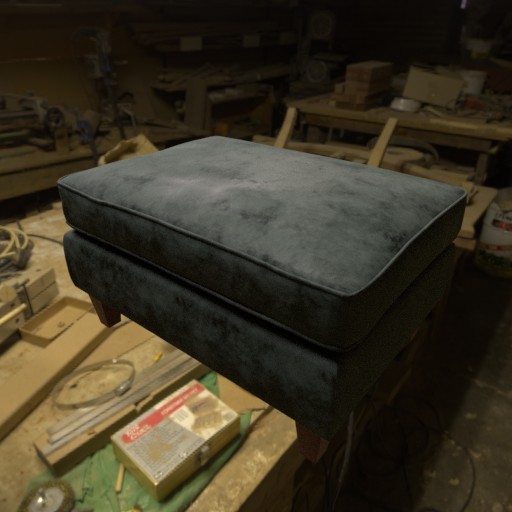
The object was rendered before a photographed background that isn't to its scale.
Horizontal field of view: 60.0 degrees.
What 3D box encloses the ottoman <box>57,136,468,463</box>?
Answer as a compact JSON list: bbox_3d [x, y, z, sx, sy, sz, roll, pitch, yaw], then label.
[{"bbox_3d":[0.000,0.000,1.187,0.864,0.495,0.632,21,35,33],"label":"ottoman"}]
